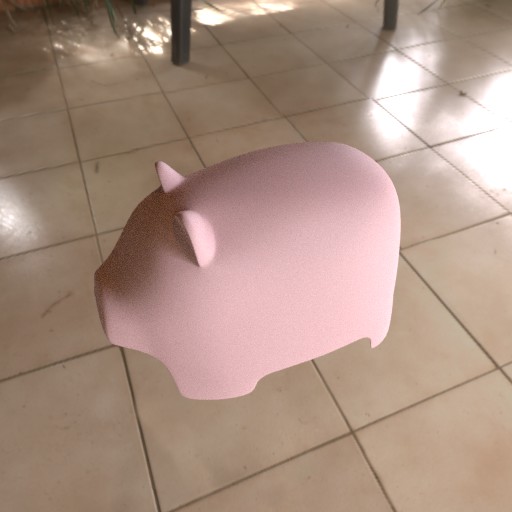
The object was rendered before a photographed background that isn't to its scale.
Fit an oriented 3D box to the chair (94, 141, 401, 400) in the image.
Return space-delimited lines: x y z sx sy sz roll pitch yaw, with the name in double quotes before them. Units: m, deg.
"chair" 0.000 0.000 0.868 0.619 0.423 0.364 -18 50 -16
